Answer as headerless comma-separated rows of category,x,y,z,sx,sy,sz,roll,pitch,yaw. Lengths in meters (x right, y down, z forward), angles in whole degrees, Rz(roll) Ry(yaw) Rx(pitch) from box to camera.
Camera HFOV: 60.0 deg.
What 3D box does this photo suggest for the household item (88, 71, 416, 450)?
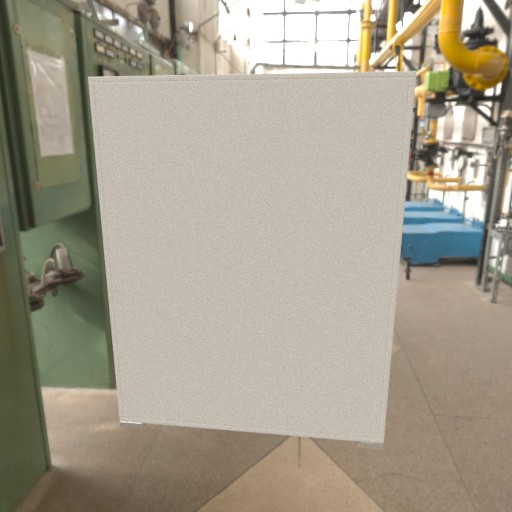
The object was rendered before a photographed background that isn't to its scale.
household item,0.000,0.000,1.388,0.790,1.010,0.420,2,15,7
